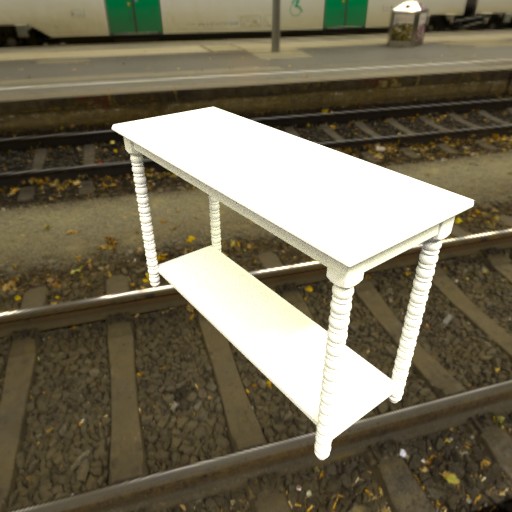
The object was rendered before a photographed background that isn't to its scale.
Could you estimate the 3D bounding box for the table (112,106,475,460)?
[{"bbox_3d":[0.000,0.000,1.562,0.459,0.740,1.184,-22,38,-31],"label":"table"}]
